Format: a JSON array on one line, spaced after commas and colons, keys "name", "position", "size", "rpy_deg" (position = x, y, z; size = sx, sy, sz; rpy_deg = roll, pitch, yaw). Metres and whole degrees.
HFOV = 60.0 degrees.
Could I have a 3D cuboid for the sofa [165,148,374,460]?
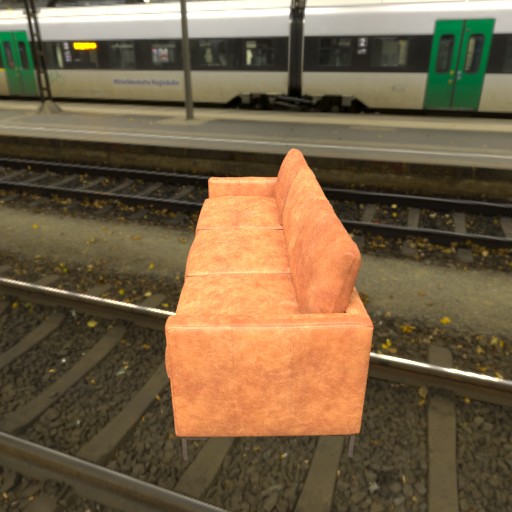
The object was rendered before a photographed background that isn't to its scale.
[{"name": "sofa", "position": [0.000, 0.000, 2.445], "size": [0.748, 0.863, 2.029], "rpy_deg": [-1, 24, -1]}]
